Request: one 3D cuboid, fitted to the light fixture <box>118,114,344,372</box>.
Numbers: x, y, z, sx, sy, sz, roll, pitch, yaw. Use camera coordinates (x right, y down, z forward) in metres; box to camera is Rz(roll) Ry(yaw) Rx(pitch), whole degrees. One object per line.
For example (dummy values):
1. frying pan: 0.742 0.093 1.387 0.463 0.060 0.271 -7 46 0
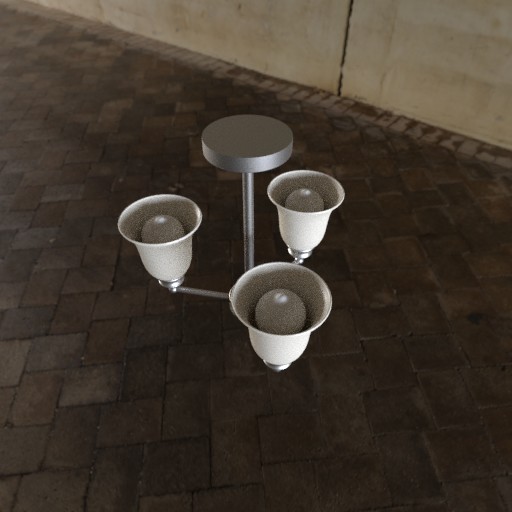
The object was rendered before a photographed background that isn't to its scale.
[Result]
1. light fixture: 0.000 0.000 0.684 0.388 0.370 0.354 -12 44 -13
